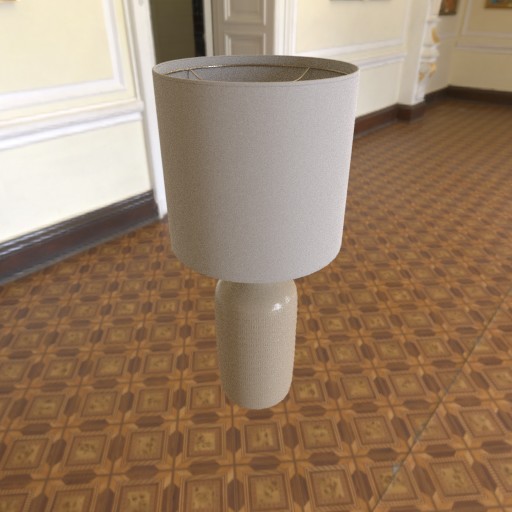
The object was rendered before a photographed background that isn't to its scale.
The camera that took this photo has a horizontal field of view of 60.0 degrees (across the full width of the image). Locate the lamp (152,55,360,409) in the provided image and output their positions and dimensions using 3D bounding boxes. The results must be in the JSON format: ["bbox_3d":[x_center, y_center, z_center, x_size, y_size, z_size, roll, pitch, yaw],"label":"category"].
[{"bbox_3d":[0.000,0.000,0.598,0.220,0.475,0.220,-21,36,-31],"label":"lamp"}]
